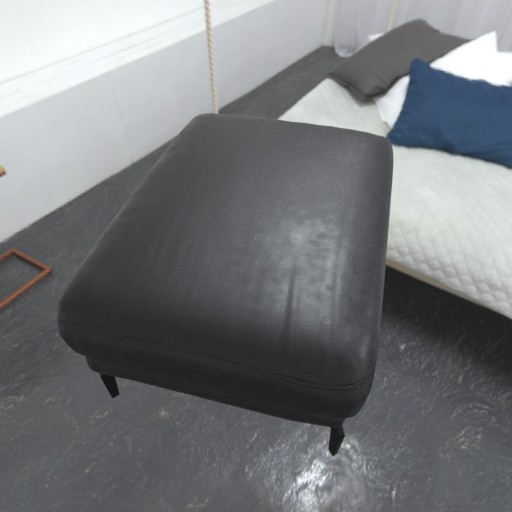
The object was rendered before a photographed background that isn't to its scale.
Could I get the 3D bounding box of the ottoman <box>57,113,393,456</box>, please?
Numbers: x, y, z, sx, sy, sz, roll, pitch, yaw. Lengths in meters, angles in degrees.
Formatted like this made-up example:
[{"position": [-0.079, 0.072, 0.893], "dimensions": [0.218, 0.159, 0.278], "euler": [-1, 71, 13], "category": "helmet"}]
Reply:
[{"position": [0.000, 0.000, 1.064], "dimensions": [0.570, 0.402, 0.764], "euler": [11, 46, 10], "category": "ottoman"}]
